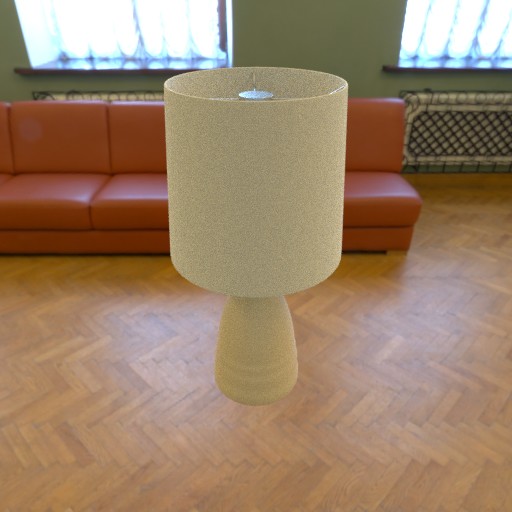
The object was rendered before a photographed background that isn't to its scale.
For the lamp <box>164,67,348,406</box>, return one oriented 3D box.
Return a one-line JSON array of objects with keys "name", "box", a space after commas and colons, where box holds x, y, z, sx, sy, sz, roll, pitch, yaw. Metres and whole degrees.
[{"name": "lamp", "box": [0.000, 0.000, 0.496, 0.186, 0.369, 0.186, 0, 31, 0]}]
